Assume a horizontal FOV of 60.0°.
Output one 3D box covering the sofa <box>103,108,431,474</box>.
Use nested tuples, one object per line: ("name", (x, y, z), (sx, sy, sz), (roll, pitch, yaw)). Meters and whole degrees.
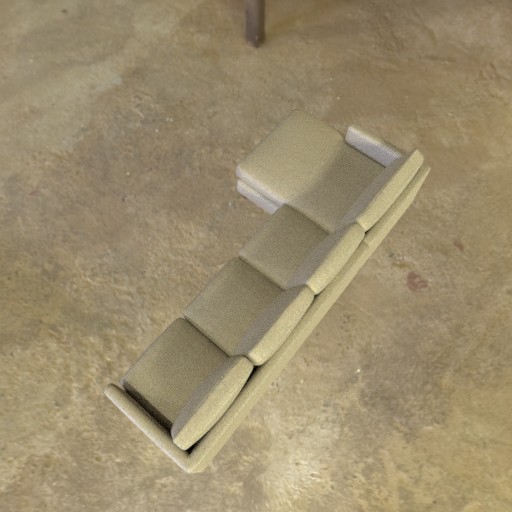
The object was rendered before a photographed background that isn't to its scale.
("sofa", (0.000, 0.000, 3.825), (1.502, 0.876, 3.201), (36, 70, 16))
